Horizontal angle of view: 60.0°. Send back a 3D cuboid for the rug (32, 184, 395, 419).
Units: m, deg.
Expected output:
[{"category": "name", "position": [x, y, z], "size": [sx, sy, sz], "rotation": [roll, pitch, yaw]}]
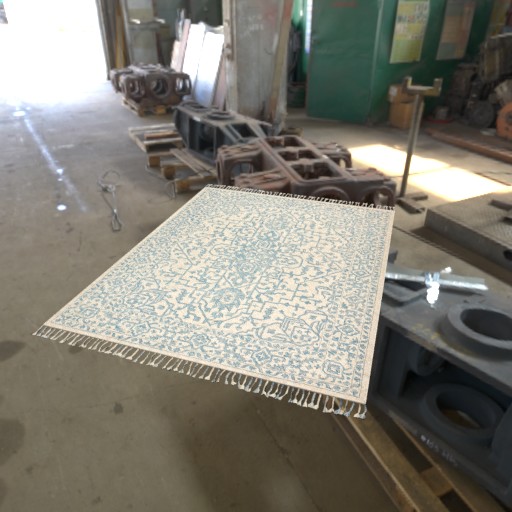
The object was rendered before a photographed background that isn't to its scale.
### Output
[{"category": "rug", "position": [0.000, 0.000, 4.318], "size": [2.464, 0.010, 3.327], "rotation": [9, 31, 16]}]
